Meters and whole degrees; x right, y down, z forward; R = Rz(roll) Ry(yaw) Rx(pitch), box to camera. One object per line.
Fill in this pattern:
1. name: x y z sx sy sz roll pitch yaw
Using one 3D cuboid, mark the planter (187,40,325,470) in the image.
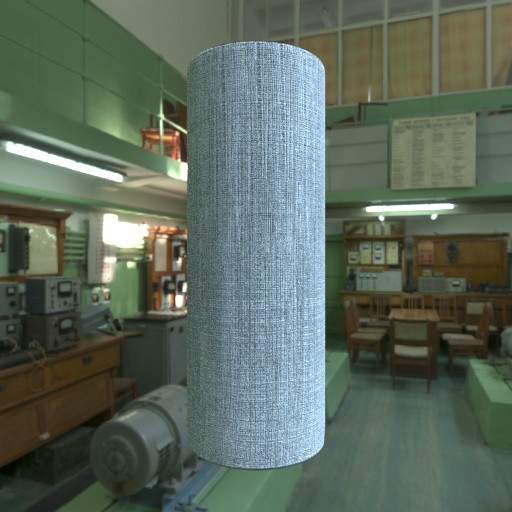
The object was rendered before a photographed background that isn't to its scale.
1. planter: 0.000 0.000 0.325 0.100 0.270 0.100 0 0 18
